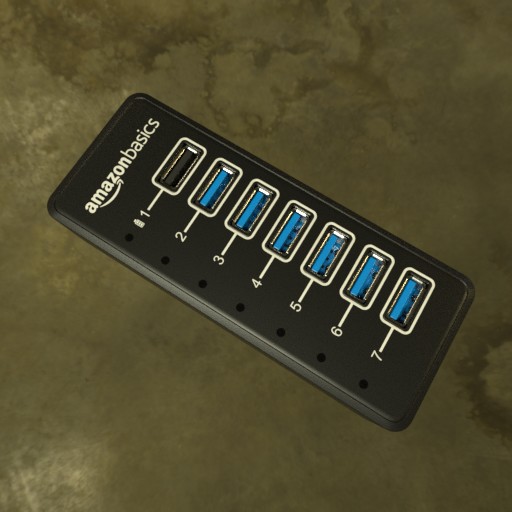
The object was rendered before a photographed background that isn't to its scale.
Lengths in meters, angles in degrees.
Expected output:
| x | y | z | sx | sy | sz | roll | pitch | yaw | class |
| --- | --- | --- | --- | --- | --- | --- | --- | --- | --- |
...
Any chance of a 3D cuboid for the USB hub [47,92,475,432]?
| x | y | z | sx | sy | sz | roll | pitch | yaw | class |
| --- | --- | --- | --- | --- | --- | --- | --- | --- | --- |
| 0.000 | 0.000 | 0.127 | 0.110 | 0.023 | 0.044 | 31 | 78 | 7 | USB hub |
